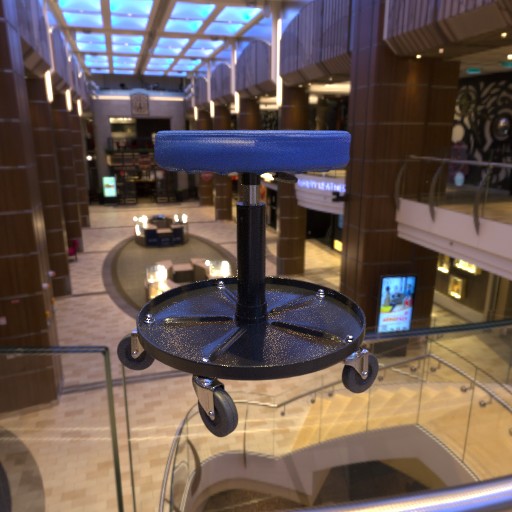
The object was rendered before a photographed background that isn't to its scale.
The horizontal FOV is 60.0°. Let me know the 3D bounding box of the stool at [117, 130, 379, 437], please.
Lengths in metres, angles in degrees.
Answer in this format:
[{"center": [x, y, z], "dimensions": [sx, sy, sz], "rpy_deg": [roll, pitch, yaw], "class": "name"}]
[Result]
[{"center": [0.000, 0.000, 0.673], "dimensions": [0.381, 0.365, 0.382], "rpy_deg": [8, 17, 26], "class": "stool"}]
